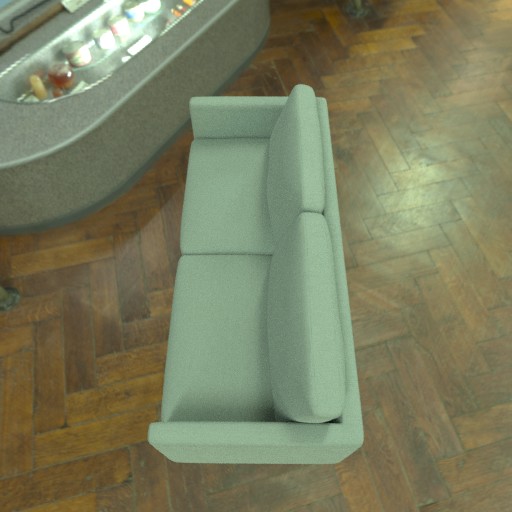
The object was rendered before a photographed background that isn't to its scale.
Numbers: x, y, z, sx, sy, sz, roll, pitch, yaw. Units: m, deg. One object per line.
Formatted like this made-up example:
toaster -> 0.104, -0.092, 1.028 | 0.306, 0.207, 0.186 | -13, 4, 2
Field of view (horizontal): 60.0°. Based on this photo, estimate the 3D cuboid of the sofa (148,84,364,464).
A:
sofa -> 0.000, 0.000, 2.657 | 0.951, 0.965, 2.208 | 0, 59, 0
